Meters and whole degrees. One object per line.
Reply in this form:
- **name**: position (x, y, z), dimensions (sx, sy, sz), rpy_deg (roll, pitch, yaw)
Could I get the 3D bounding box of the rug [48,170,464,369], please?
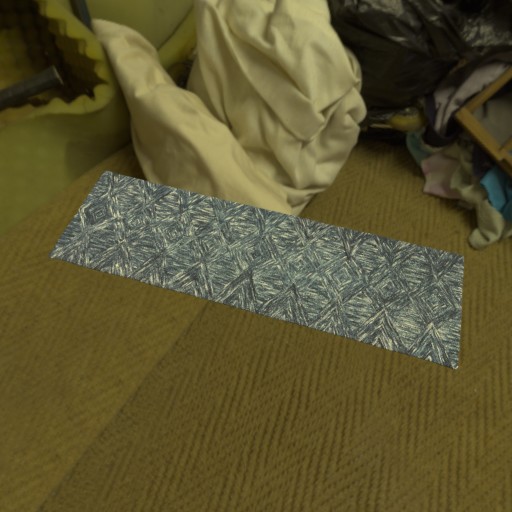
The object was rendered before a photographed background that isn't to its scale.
- **rug**: position (0.000, 0.000, 2.559), dimensions (2.306, 0.013, 0.719), rpy_deg (14, 58, 9)
